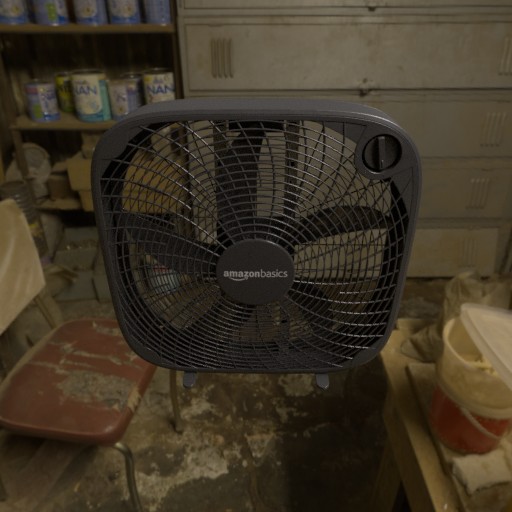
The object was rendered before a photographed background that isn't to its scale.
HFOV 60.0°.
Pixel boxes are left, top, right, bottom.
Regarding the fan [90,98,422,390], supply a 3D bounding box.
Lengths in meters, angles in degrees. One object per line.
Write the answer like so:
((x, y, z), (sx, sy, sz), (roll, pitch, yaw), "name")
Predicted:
((0.000, 0.000, 0.802), (0.526, 0.533, 0.142), (0, 31, 1), "fan")
